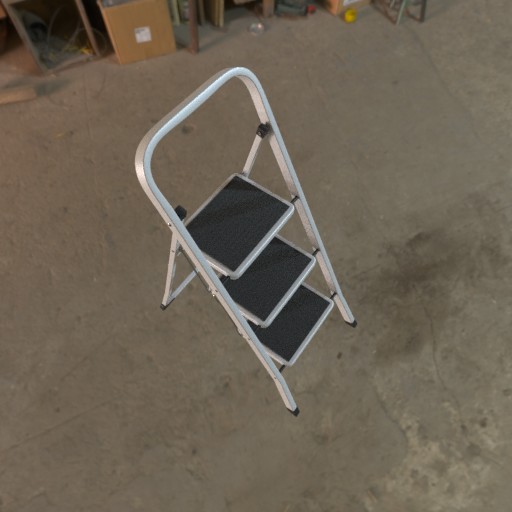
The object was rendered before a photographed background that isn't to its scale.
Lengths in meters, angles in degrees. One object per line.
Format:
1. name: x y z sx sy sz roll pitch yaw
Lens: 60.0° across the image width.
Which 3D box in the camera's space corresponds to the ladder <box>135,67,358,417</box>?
1. ladder: 0.000 0.000 1.401 0.711 1.050 0.460 32 65 17
